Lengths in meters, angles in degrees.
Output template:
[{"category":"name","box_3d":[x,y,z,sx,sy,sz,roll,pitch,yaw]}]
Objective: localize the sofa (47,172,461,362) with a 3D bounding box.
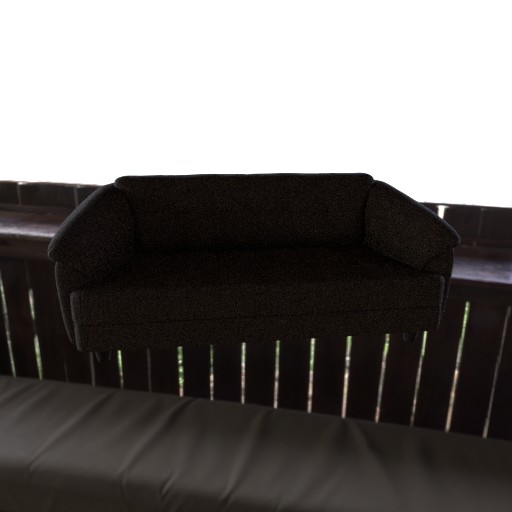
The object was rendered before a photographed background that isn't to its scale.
[{"category":"sofa","box_3d":[0.000,0.000,2.316,1.849,0.790,0.887,-2,16,-7]}]
